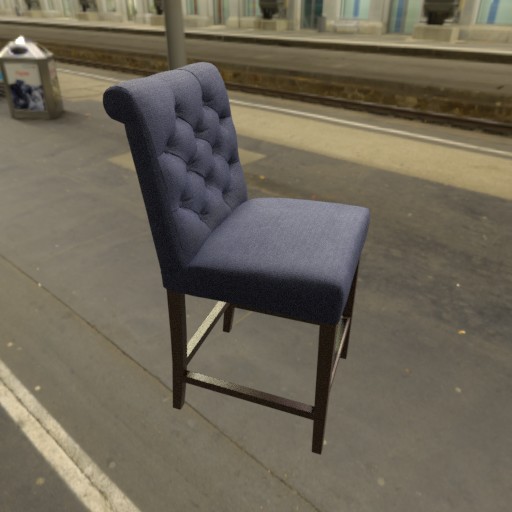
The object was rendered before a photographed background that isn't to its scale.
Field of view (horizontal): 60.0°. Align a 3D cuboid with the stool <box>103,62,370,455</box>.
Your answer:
[{"bbox_3d":[0.000,0.000,1.328,0.601,1.010,0.493,10,32,17],"label":"stool"}]
